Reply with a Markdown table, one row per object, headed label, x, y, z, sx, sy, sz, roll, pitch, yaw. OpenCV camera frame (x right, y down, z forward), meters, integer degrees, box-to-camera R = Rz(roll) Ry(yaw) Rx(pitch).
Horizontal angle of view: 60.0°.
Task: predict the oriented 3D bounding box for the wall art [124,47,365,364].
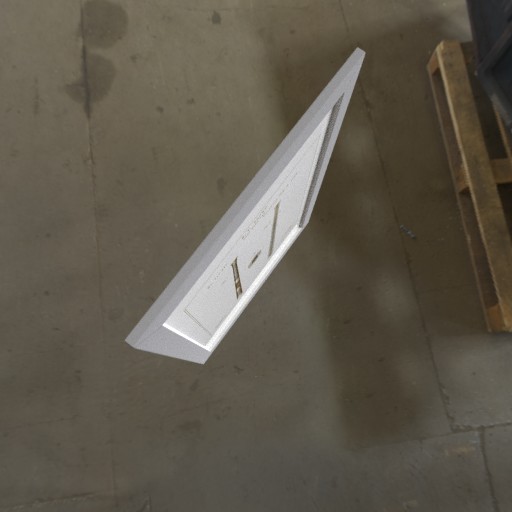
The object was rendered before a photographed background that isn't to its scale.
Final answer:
| label | x | y | z | sx | sy | sz | roll | pitch | yaw |
| --- | --- | --- | --- | --- | --- | --- | --- | --- | --- |
| wall art | 0.000 | 0.000 | 0.677 | 0.012 | 0.529 | 0.374 | 35 | 78 | 9 |
